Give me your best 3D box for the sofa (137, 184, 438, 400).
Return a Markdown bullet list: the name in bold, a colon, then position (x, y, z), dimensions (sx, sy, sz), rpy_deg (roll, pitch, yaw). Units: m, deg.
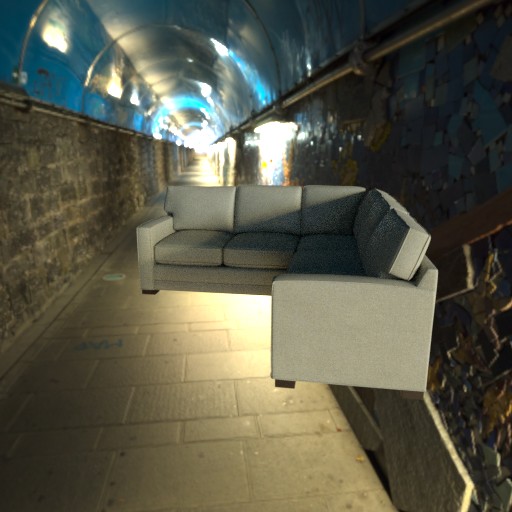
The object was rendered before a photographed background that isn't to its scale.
- **sofa**: position (0.000, 0.000, 3.410), dimensions (2.188, 0.936, 2.211), rpy_deg (2, 14, 9)
